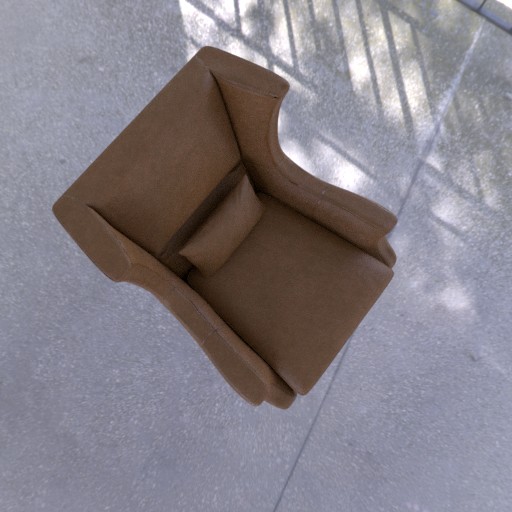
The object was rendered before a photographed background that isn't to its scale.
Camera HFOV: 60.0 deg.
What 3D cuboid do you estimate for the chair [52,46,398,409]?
[{"bbox_3d":[0.000,0.000,1.674,0.925,1.016,0.852,38,80,8],"label":"chair"}]
